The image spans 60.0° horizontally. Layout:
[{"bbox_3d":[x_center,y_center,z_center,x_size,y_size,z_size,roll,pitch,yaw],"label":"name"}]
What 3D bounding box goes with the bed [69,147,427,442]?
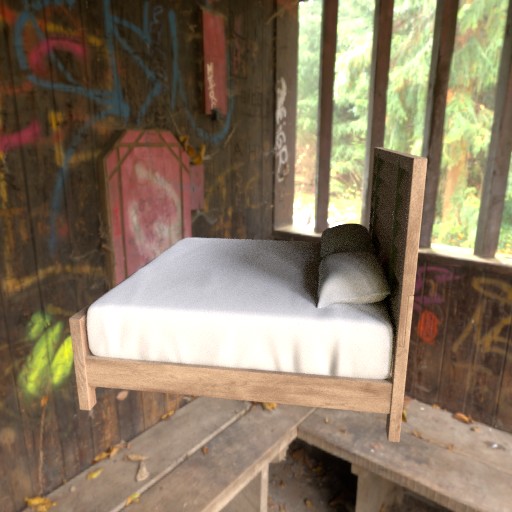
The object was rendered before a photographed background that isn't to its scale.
[{"bbox_3d":[0.000,0.000,3.502,2.032,1.626,2.032,2,15,9],"label":"bed"}]
